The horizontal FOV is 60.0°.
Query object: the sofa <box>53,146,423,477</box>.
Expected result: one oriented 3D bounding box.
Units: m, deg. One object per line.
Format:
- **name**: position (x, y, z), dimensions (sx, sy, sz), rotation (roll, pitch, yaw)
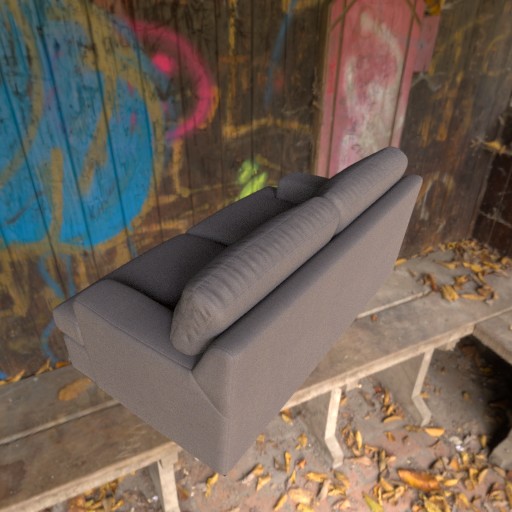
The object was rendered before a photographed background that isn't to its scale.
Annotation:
- **sofa**: position (0.000, 0.000, 2.423), dimensions (1.143, 0.940, 1.880), rotation (21, 38, 30)
